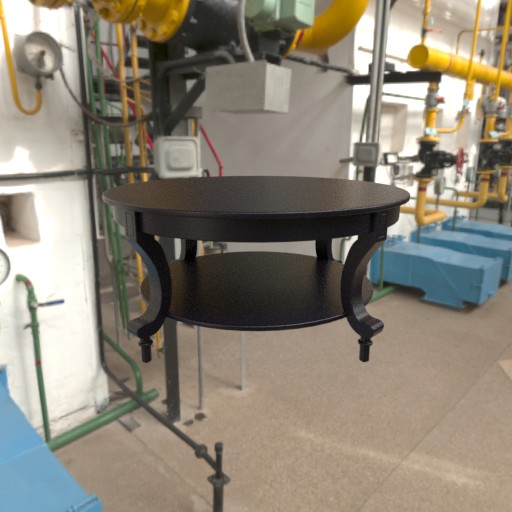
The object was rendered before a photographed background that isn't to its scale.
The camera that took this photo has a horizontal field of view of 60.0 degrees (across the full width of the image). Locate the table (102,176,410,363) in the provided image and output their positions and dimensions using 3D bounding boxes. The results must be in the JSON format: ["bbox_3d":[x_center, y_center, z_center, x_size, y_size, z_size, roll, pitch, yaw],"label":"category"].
[{"bbox_3d":[0.000,0.000,1.616,1.029,0.491,1.029,0,15,0],"label":"table"}]
